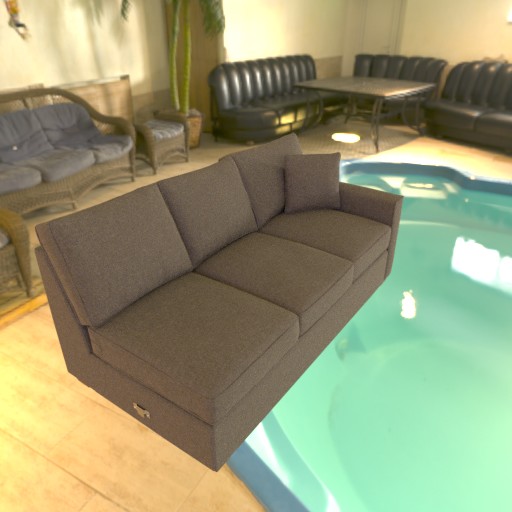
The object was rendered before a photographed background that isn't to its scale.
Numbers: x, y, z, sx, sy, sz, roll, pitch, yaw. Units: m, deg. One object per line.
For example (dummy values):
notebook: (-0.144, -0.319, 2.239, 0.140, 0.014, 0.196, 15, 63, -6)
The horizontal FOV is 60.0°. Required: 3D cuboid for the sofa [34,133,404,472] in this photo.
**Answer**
sofa: (0.000, 0.000, 2.500, 1.034, 0.946, 1.963, 19, 33, 31)
